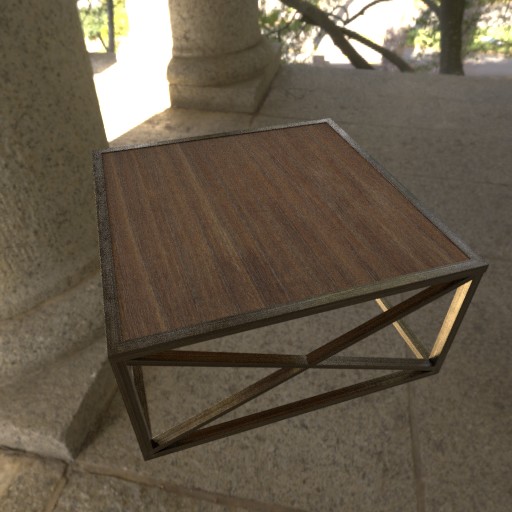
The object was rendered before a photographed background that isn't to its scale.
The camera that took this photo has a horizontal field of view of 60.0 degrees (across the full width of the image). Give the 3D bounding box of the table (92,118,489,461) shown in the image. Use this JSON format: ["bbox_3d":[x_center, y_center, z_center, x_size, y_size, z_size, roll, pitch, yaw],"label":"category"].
[{"bbox_3d":[0.000,0.000,1.446,0.899,0.451,0.909,-12,42,-13],"label":"table"}]
